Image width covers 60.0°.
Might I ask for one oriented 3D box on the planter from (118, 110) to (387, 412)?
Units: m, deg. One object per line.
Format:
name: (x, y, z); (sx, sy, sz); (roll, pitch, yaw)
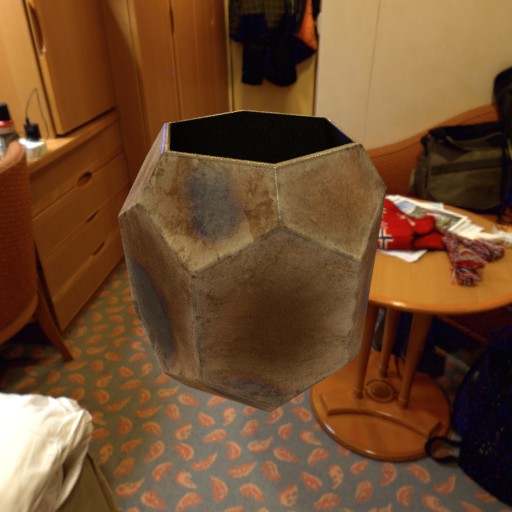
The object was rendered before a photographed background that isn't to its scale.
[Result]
planter: (0.000, 0.000, 0.428); (0.221, 0.238, 0.243); (-22, 37, -33)
